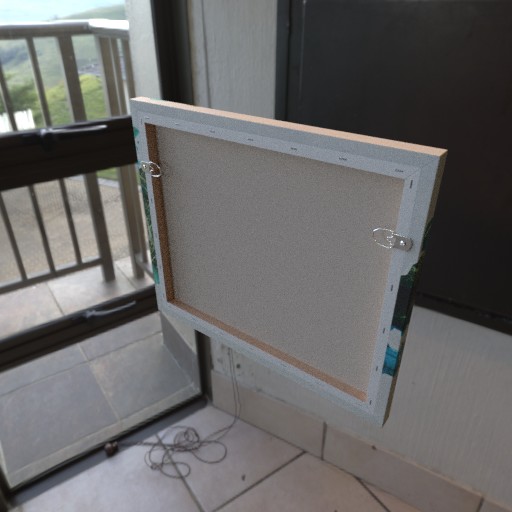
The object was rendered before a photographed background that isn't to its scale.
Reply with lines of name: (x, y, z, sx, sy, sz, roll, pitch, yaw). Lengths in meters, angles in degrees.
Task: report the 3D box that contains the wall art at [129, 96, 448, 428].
wall art: (0.000, 0.000, 1.009, 0.711, 0.610, 0.043, 21, 36, 31)
